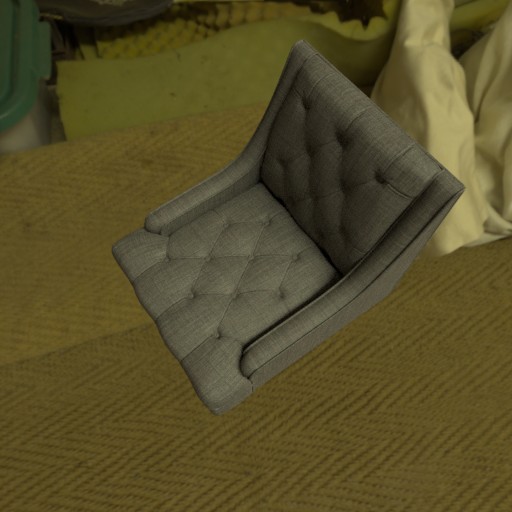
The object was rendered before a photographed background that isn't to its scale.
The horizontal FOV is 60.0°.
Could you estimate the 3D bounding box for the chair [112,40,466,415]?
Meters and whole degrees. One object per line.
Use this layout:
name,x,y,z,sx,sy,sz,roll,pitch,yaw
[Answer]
chair,0.000,0.000,1.432,0.771,0.891,0.655,-32,67,-15
